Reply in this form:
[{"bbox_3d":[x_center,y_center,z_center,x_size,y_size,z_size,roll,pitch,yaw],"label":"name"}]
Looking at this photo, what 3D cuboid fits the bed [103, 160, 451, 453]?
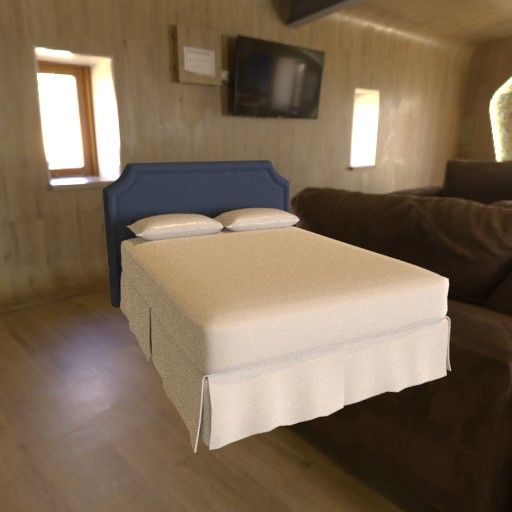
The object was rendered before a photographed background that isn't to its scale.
[{"bbox_3d":[0.000,0.000,3.311,1.831,1.297,2.260,-7,16,-26],"label":"bed"}]
